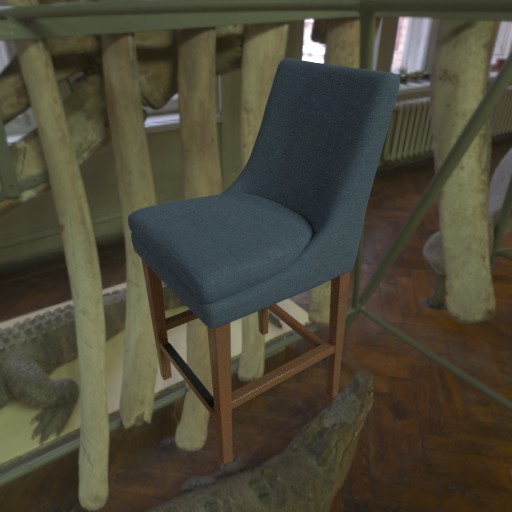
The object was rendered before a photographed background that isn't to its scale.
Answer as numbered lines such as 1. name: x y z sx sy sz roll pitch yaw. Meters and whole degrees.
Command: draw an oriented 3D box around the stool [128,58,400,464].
1. stool: 0.000 0.000 1.269 0.577 0.981 0.470 -19 35 -30
